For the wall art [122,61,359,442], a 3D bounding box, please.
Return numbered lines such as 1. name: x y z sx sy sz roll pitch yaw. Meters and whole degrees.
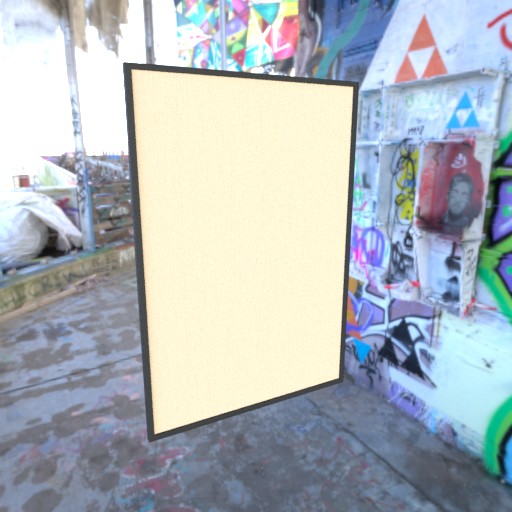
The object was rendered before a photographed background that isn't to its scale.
1. wall art: 0.000 0.000 0.859 0.460 0.660 0.013 -7 16 -28
